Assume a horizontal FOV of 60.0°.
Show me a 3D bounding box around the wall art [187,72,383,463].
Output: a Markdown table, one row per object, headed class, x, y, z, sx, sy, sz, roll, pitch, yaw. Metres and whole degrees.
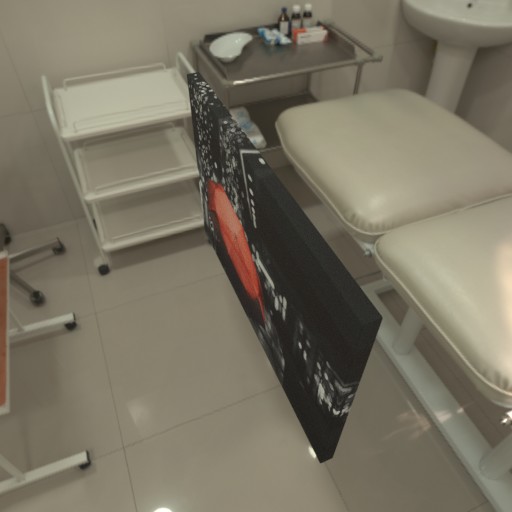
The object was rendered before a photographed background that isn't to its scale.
| class | x | y | z | sx | sy | sz | roll | pitch | yaw |
| --- | --- | --- | --- | --- | --- | --- | --- | --- | --- |
| wall art | 0.000 | 0.000 | 1.180 | 0.038 | 0.609 | 0.914 | -17 | 49 | -15 |
